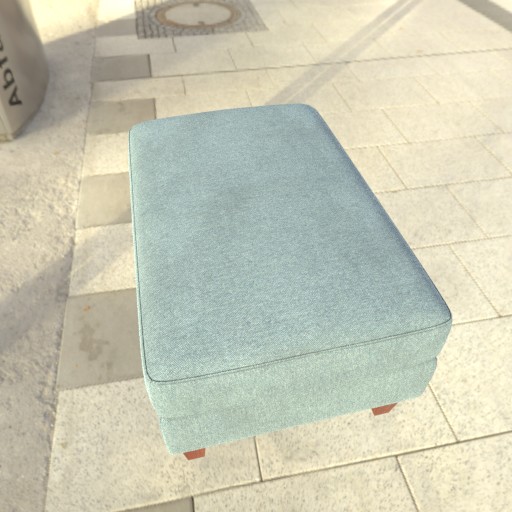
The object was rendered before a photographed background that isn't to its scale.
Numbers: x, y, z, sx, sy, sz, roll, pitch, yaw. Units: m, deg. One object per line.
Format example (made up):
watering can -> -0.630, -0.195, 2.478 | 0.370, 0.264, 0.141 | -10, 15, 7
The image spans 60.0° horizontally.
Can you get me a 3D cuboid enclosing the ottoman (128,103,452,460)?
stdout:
ottoman -> 0.000, 0.000, 1.165 | 0.584, 0.483, 0.864 | -10, 47, -9
